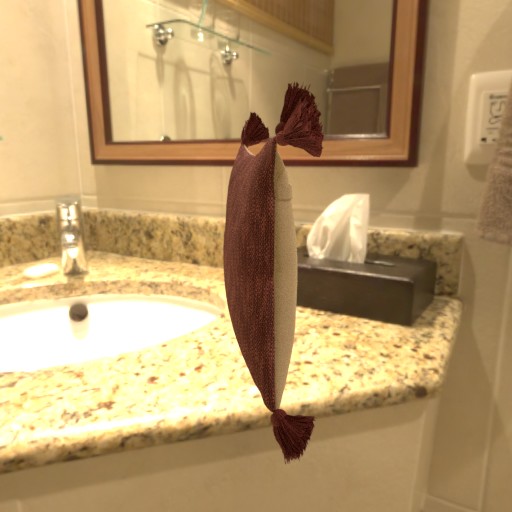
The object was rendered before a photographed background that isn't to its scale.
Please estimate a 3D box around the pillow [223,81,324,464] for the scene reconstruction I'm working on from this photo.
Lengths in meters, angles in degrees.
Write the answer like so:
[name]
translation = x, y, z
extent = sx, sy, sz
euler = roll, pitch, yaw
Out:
[pillow]
translation = 0.000, 0.000, 0.975
extent = 0.138, 0.659, 0.641
euler = -2, 13, -8
